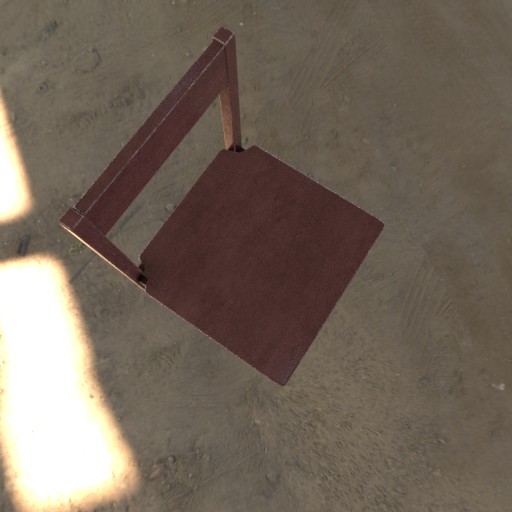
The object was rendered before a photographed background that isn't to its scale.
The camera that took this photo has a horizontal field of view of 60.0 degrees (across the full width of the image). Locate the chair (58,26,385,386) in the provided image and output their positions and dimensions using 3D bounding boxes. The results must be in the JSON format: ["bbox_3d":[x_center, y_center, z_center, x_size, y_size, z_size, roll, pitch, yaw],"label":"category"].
[{"bbox_3d":[0.000,0.000,0.883,0.361,0.668,0.367,33,77,9],"label":"chair"}]
